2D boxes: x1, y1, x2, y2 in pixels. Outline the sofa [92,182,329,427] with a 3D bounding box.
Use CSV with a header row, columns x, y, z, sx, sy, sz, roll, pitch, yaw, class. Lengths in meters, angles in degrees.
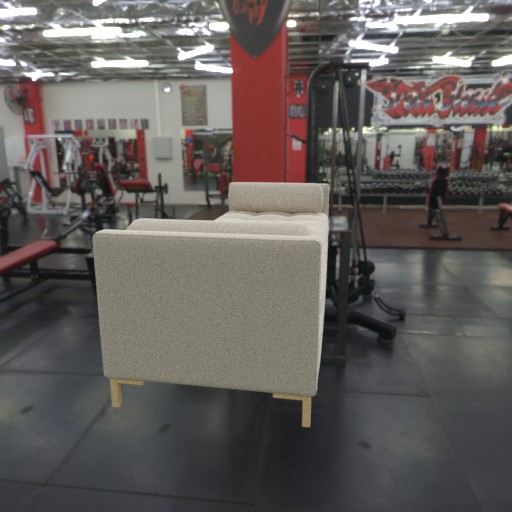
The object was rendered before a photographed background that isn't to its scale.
x,y,z,sx,sy,sz,roll,pitch,yaw,class
0.000,0.000,2.350,0.746,0.641,1.985,2,14,9,sofa
